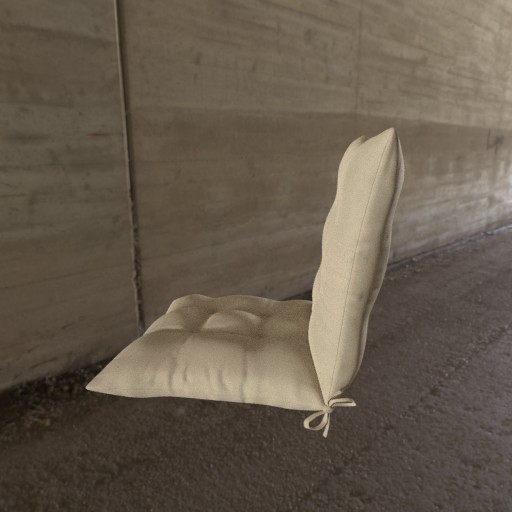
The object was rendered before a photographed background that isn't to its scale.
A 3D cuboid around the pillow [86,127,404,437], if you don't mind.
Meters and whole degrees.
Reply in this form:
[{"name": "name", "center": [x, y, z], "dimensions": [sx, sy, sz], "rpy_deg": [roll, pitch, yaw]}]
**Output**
[{"name": "pillow", "center": [0.000, 0.000, 0.996], "dimensions": [0.585, 0.536, 0.541], "rpy_deg": [2, 14, 9]}]
